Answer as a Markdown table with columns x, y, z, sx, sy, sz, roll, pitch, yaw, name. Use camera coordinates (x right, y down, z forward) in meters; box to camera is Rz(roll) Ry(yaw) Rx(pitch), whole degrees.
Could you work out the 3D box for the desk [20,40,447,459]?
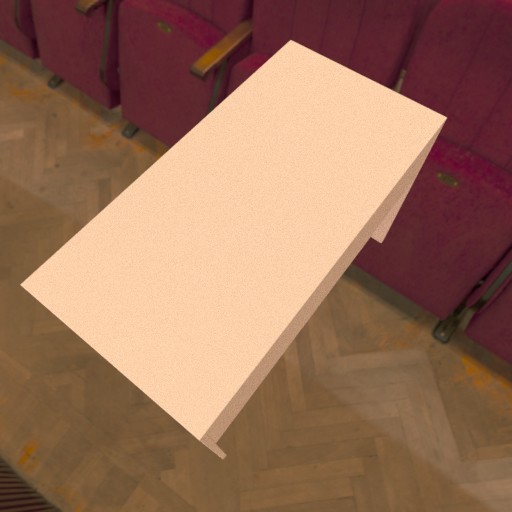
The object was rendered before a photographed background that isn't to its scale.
| x | y | z | sx | sy | sz | roll | pitch | yaw | name |
| --- | --- | --- | --- | --- | --- | --- | --- | --- | --- |
| 0.000 | 0.000 | 1.493 | 0.560 | 0.730 | 1.100 | 34 | 68 | 16 | desk |
